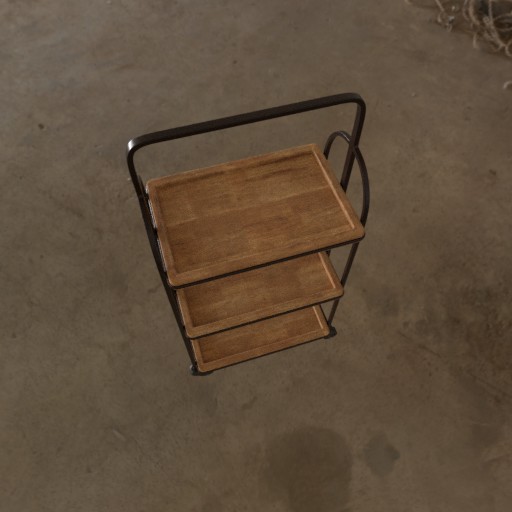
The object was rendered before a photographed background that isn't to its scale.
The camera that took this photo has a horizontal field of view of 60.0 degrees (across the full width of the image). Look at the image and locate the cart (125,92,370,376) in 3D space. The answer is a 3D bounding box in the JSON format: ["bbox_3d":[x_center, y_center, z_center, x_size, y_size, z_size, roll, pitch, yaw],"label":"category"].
[{"bbox_3d":[0.000,0.000,1.268,0.553,1.001,0.327,-15,59,-9],"label":"cart"}]
